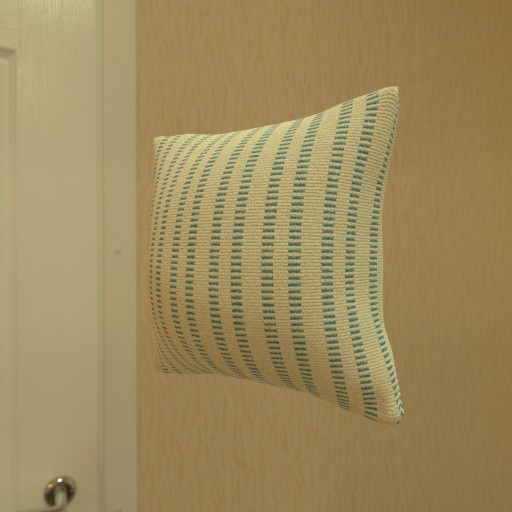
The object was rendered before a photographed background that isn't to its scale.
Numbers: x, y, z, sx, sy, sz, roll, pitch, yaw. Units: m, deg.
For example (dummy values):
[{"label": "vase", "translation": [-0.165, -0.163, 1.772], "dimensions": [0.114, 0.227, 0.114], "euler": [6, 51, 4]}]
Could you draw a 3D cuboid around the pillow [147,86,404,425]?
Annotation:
[{"label": "pillow", "translation": [0.000, 0.000, 0.667], "dimensions": [0.438, 0.419, 0.247], "euler": [0, 1, 35]}]
